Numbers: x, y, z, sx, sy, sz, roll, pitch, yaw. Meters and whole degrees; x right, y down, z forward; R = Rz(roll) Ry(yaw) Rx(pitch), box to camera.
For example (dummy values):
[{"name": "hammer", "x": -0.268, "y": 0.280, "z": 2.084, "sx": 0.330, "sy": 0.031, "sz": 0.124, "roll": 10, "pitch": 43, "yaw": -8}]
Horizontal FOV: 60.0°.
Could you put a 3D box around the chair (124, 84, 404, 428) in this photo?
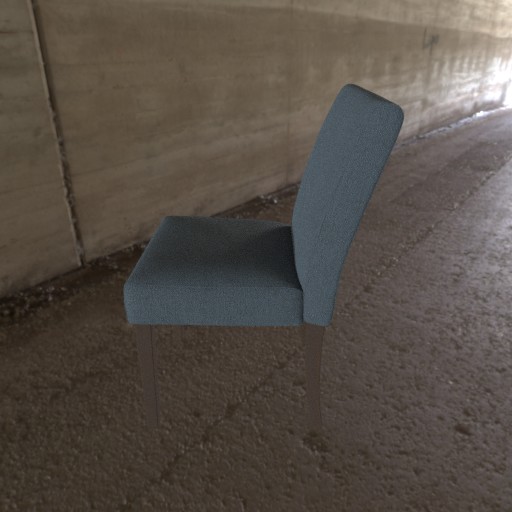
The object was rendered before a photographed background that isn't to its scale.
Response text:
[{"name": "chair", "x": 0.000, "y": 0.000, "z": 1.254, "sx": 0.629, "sy": 0.882, "sz": 0.487, "roll": 1, "pitch": 26, "yaw": 1}]
